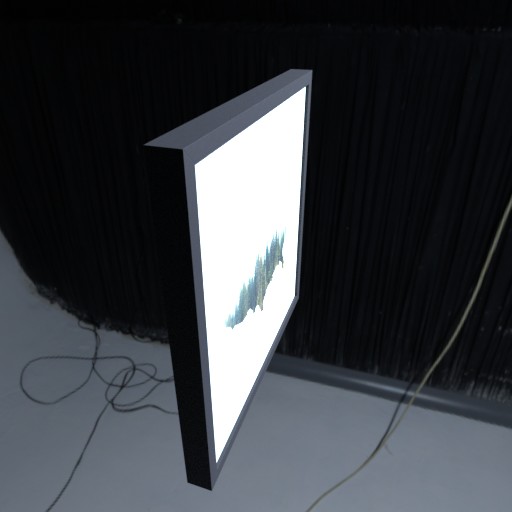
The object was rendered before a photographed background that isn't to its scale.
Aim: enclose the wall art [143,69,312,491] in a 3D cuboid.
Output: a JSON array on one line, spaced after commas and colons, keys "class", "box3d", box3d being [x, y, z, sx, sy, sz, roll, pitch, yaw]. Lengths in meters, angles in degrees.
[{"class": "wall art", "box3d": [0.000, 0.000, 0.733, 0.040, 0.509, 0.509, 10, 32, 16]}]
